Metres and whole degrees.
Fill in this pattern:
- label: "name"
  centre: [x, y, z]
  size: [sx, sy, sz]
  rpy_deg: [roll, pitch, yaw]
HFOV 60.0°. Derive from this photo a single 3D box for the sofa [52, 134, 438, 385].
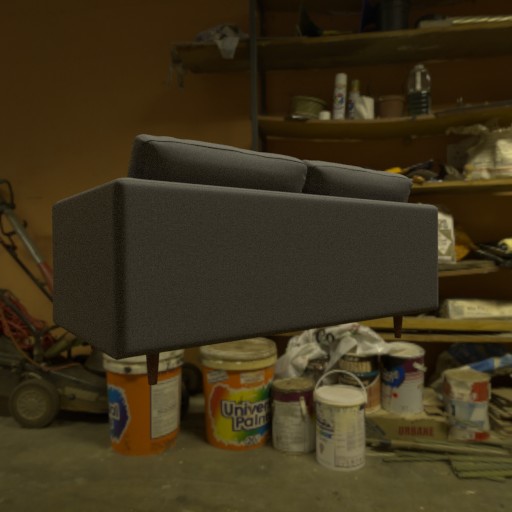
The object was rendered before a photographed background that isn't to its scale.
- label: "sofa"
  centre: [0.000, 0.000, 2.188]
  size: [1.713, 0.866, 0.940]
  rpy_deg: [-1, 1, -36]
